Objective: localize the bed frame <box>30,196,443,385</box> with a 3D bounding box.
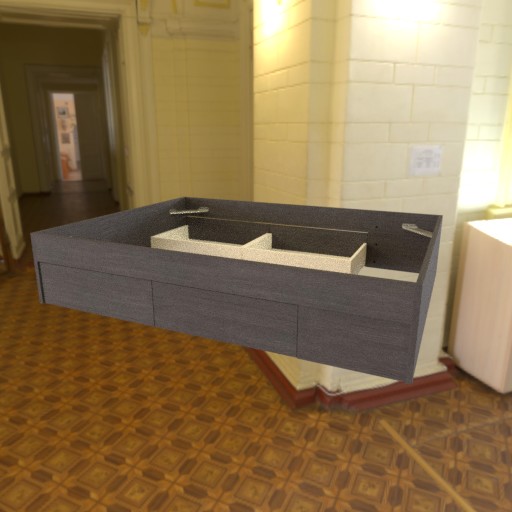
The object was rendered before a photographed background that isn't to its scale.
[{"bbox_3d":[0.000,0.000,2.622,1.944,0.459,1.448,7,17,24],"label":"bed frame"}]
